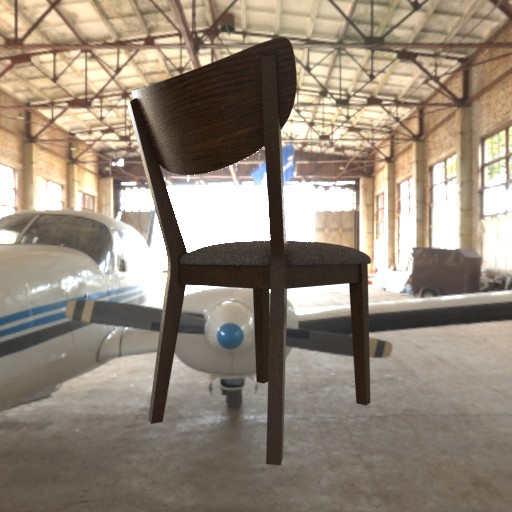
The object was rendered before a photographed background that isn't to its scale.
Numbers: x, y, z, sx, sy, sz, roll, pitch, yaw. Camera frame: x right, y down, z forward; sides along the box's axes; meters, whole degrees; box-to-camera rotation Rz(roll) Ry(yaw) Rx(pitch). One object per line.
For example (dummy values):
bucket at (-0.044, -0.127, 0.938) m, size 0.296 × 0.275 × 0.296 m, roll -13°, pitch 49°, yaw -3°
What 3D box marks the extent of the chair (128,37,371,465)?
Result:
chair at (0.000, 0.000, 1.172) m, size 0.491 × 0.849 × 0.583 m, roll 0°, pitch 0°, yaw 37°
